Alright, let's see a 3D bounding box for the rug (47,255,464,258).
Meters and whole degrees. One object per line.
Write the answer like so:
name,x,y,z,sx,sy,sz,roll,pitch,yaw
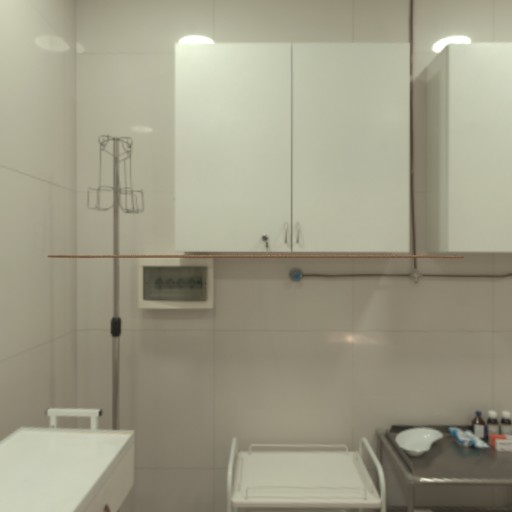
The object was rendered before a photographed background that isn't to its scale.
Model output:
rug,0.000,0.000,4.147,2.479,0.023,3.092,0,0,0
